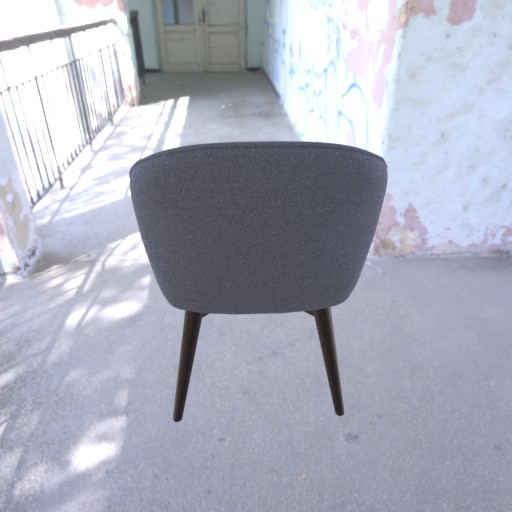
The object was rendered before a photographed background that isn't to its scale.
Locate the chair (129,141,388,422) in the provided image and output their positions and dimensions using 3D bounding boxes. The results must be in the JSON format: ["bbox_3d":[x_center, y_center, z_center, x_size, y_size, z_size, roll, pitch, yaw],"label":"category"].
[{"bbox_3d":[0.000,0.000,1.227,0.589,0.810,0.611,-1,31,-2],"label":"chair"}]
